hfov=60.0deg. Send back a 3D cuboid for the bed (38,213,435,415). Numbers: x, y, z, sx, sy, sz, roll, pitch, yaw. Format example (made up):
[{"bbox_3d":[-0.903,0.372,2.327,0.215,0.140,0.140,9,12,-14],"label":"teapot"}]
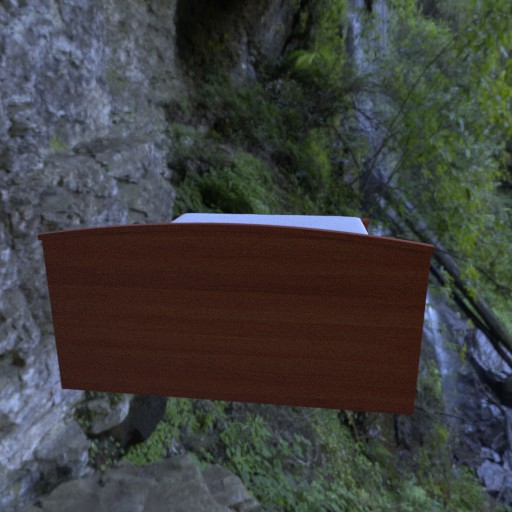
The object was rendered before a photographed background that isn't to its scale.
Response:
[{"bbox_3d":[0.000,0.000,2.929,1.683,0.848,2.053,2,16,7],"label":"bed"}]
